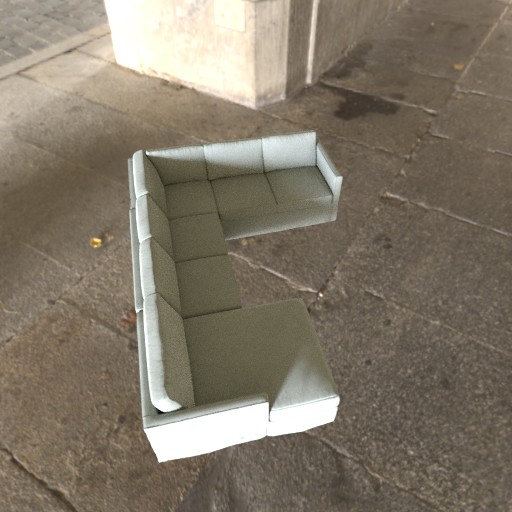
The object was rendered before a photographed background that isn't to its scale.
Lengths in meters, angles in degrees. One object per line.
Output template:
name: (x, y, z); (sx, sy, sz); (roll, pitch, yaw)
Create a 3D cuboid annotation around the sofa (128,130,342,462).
sofa: (0.000, 0.000, 4.621); (2.440, 0.869, 3.434); (-10, 48, -9)
